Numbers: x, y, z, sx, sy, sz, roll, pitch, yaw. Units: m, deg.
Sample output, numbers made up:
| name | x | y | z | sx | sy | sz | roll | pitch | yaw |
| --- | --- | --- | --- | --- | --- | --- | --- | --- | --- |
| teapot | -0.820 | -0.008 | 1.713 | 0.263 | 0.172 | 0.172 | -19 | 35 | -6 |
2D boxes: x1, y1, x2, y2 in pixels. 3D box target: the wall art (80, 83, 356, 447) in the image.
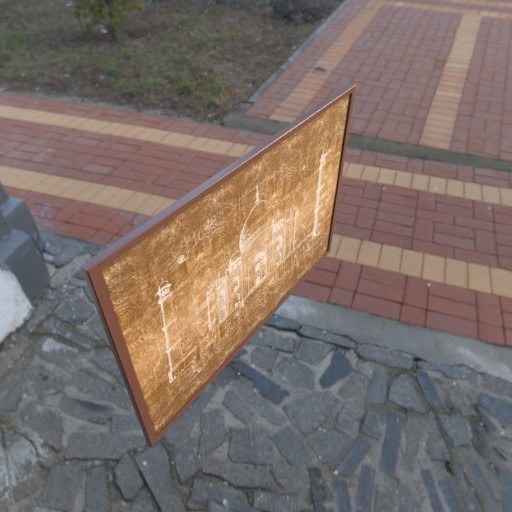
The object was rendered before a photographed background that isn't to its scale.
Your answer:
| name | x | y | z | sx | sy | sz | roll | pitch | yaw |
| --- | --- | --- | --- | --- | --- | --- | --- | --- | --- |
| wall art | 0.000 | 0.000 | 0.852 | 0.014 | 0.455 | 0.660 | 27 | 49 | 26 |
